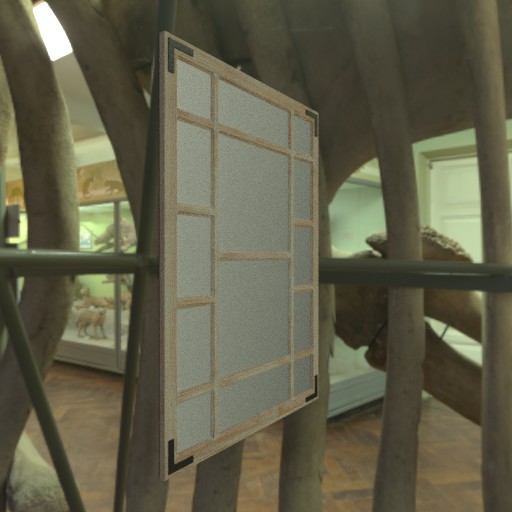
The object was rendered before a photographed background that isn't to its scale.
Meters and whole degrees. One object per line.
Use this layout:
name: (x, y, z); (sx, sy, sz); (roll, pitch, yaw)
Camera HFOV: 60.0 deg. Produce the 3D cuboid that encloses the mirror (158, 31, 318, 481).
mirror: (0.000, 0.000, 1.267); (0.025, 0.996, 0.705); (0, 0, 37)
